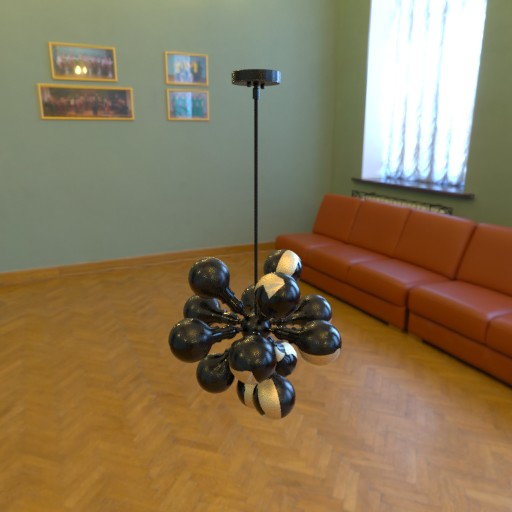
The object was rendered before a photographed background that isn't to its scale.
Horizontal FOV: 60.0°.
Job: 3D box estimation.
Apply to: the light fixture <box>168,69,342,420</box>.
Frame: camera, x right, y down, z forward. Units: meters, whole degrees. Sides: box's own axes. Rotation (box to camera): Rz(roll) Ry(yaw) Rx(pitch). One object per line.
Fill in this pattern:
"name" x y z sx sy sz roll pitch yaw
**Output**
"light fixture" 0.000 0.000 1.114 0.468 0.859 0.420 -8 17 -27
